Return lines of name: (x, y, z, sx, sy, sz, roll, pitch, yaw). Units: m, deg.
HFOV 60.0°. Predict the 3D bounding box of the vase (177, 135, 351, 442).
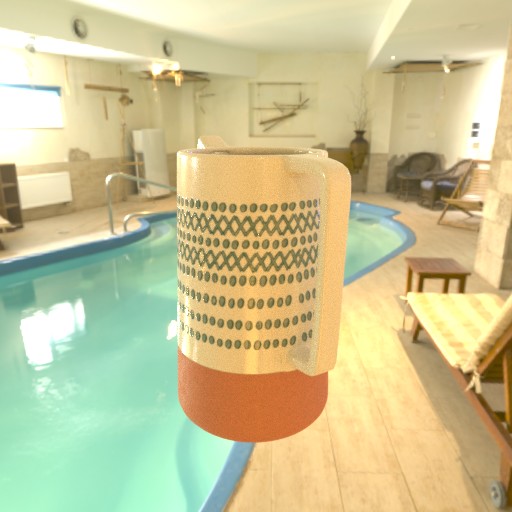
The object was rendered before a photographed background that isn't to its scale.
vase: (0.000, 0.000, 0.471, 0.168, 0.247, 0.326, 2, 17, 8)
